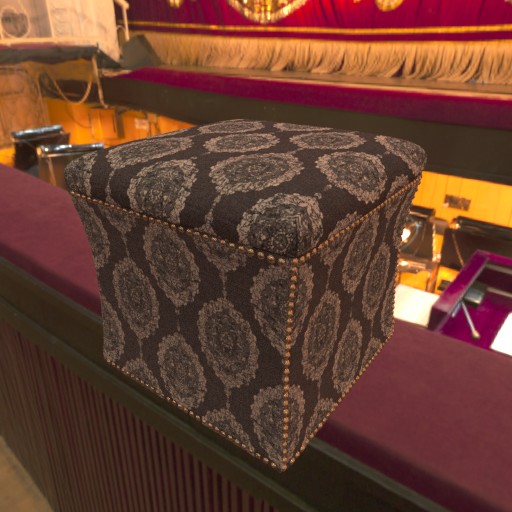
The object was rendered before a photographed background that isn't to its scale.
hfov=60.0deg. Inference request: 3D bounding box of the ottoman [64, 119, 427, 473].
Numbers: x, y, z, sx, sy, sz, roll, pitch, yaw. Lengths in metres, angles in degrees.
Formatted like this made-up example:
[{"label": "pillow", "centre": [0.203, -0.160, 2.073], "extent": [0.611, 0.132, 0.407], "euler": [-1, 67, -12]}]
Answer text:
[{"label": "ottoman", "centre": [0.000, 0.000, 0.901], "extent": [0.497, 0.475, 0.507], "euler": [18, 32, 32]}]
